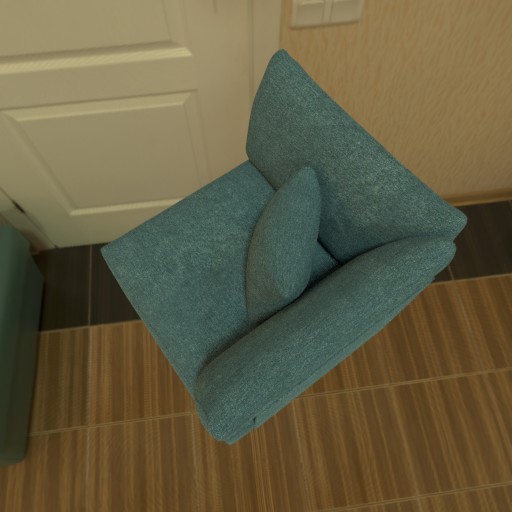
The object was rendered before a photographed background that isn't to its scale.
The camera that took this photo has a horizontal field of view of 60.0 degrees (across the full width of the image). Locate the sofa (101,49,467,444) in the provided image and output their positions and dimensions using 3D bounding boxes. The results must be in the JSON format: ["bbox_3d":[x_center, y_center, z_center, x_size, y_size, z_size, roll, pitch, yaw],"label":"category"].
[{"bbox_3d":[0.000,0.000,1.730,1.000,0.820,1.000,-34,70,-15],"label":"sofa"}]
